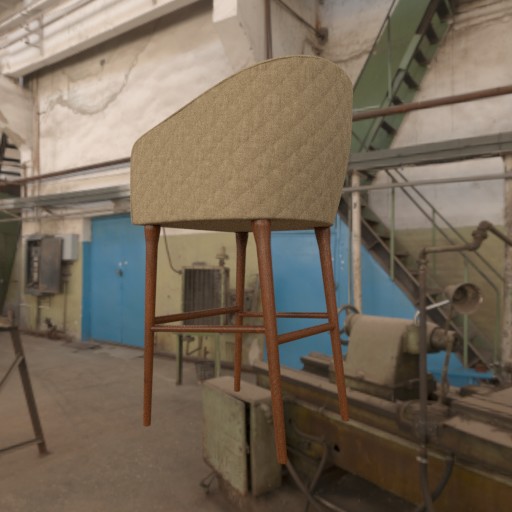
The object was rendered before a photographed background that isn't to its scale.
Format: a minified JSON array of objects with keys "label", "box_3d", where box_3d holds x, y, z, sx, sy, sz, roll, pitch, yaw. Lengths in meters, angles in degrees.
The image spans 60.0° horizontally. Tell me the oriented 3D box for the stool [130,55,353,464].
[{"label":"stool","box_3d":[0.000,0.000,1.438,0.607,1.078,0.559,0,0,37]}]
